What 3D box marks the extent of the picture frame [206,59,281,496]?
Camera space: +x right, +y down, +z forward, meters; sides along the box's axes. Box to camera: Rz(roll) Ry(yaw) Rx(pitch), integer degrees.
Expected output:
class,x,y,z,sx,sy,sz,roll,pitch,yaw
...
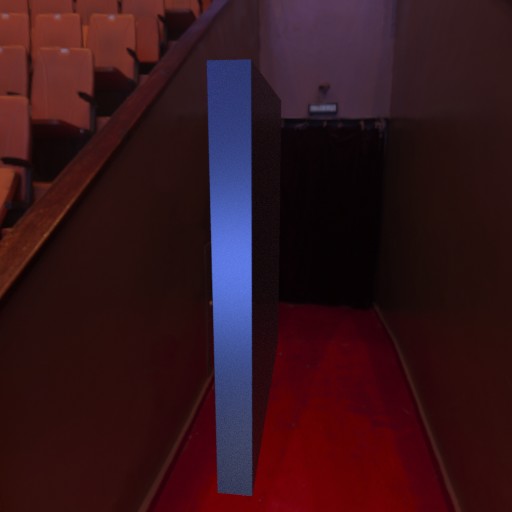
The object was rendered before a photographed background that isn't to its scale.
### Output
class,x,y,z,sx,sy,sz,roll,pitch,yaw
picture frame,0.000,0.000,0.527,0.034,0.378,0.328,2,15,7
